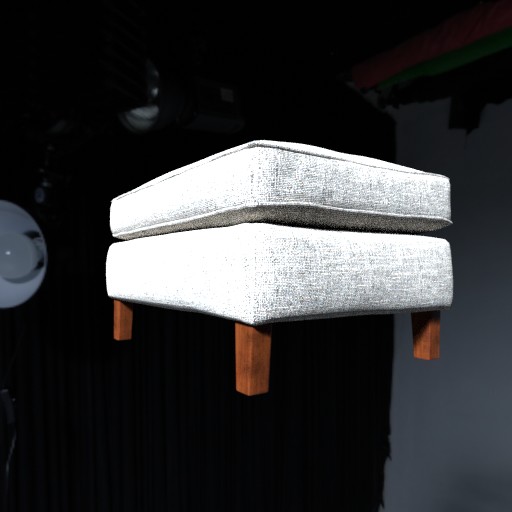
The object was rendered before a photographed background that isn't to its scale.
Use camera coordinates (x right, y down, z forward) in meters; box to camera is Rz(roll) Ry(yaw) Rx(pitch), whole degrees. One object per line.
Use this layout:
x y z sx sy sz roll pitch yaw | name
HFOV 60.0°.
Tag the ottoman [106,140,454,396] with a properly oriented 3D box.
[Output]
0.000 0.000 0.992 0.508 0.406 0.686 1 -2 -35 | ottoman
